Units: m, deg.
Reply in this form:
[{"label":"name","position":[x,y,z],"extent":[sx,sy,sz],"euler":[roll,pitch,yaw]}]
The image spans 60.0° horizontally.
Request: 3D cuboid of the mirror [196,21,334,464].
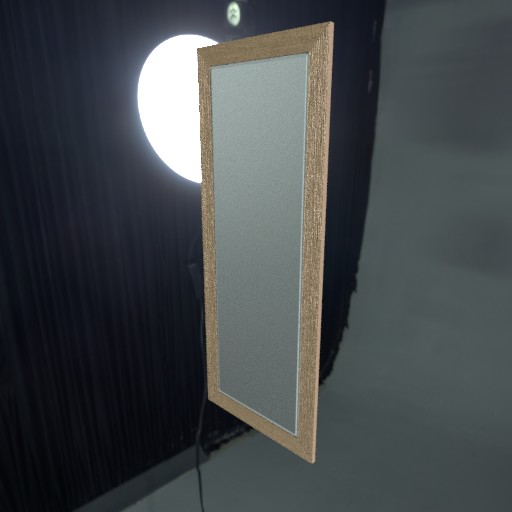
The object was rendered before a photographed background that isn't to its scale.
[{"label":"mirror","position":[0.000,0.000,2.254],"extent":[0.812,2.031,0.026],"euler":[15,22,42]}]
